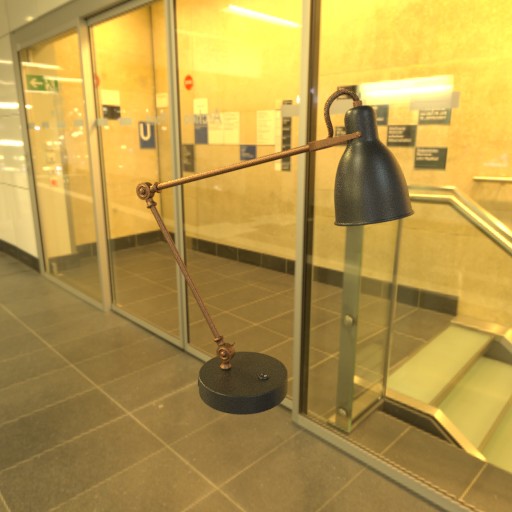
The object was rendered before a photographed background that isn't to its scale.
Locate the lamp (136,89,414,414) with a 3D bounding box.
[{"bbox_3d":[0.000,0.000,0.851,0.561,0.587,0.187,7,16,25],"label":"lamp"}]
